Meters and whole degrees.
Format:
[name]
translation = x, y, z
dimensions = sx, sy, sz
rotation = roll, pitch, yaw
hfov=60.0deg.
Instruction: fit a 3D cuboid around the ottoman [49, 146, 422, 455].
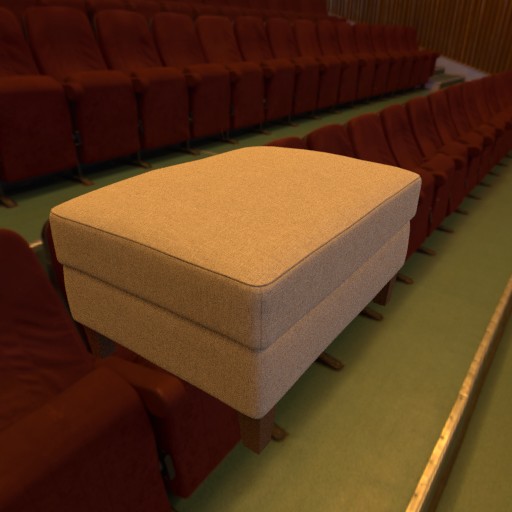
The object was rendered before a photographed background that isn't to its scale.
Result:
[ottoman]
translation = 0.000, 0.000, 1.319
dimensions = 0.677, 0.519, 0.898
rotation = 17, 31, 32
